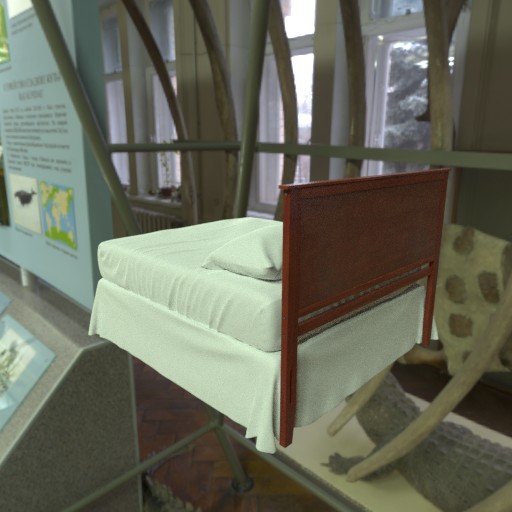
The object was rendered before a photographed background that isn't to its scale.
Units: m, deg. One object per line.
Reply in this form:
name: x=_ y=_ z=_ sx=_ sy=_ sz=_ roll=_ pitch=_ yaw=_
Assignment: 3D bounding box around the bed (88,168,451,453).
bed: x=0.000 y=0.000 z=3.234 sx=1.870 sy=1.270 sz=2.050 roll=-14 pitch=20 yaw=-43
